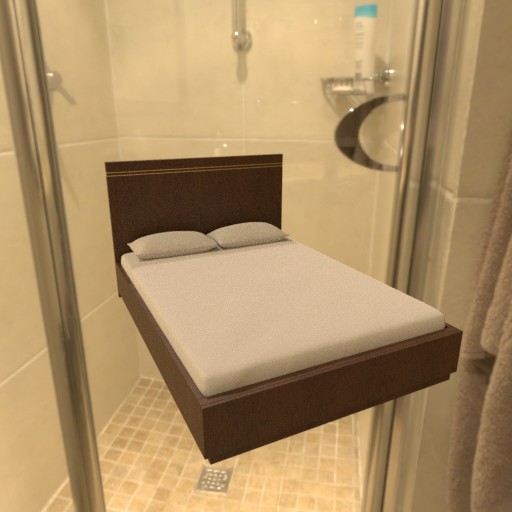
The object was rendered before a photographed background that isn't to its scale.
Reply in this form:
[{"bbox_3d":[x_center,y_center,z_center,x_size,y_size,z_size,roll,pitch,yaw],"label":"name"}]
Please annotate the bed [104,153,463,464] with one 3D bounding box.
[{"bbox_3d":[0.000,0.000,3.126,1.613,1.169,2.221,-9,20,-25],"label":"bed"}]
